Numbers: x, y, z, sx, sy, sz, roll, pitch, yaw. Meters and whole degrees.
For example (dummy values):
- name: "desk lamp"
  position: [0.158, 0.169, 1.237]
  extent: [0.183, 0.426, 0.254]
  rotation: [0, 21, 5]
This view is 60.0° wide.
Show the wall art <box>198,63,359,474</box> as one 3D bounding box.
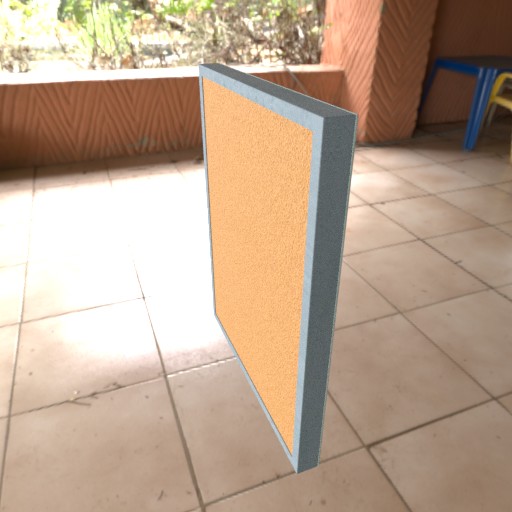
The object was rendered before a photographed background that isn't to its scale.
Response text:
- name: "wall art"
  position: [0.000, 0.000, 0.689]
  extent: [0.037, 0.509, 0.409]
  rotation: [-11, 32, -19]
